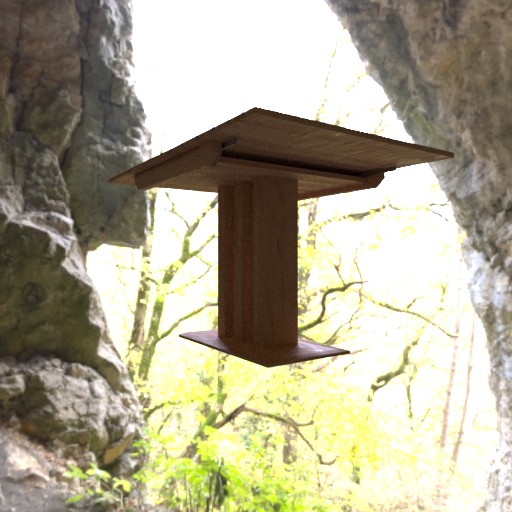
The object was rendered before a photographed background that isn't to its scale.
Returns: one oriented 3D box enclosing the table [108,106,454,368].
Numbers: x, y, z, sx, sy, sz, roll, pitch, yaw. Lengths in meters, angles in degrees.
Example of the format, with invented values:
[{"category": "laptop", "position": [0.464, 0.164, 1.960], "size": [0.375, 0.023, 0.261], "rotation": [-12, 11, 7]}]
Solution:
[{"category": "table", "position": [0.000, 0.000, 1.931], "size": [0.900, 0.770, 1.300], "rotation": [0, 0, -34]}]
